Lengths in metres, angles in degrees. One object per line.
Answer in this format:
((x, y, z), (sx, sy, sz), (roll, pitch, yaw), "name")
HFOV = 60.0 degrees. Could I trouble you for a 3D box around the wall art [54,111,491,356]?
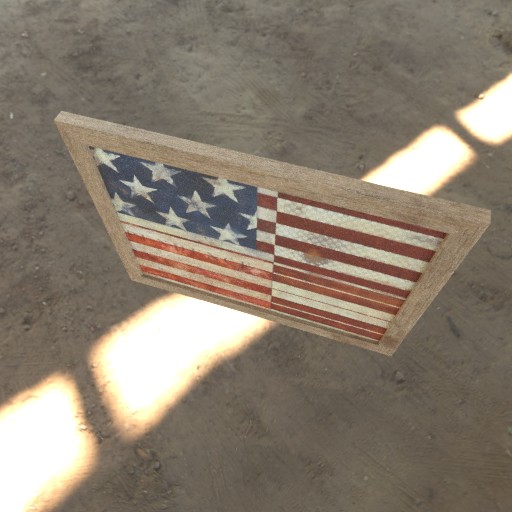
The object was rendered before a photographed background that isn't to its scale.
((0.000, 0.000, 0.902), (0.690, 0.535, 0.026), (15, 59, 9), "wall art")
